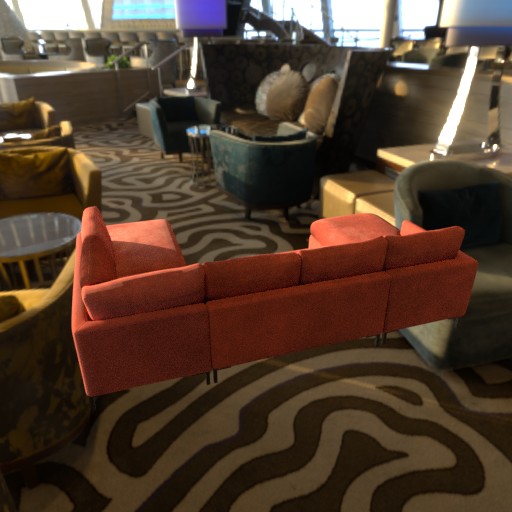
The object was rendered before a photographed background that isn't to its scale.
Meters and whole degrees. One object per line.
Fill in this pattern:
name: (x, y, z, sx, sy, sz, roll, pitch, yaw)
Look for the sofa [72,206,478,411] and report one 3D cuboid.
sofa: (0.000, 0.000, 3.877, 2.971, 0.858, 1.981, -8, 28, -16)
